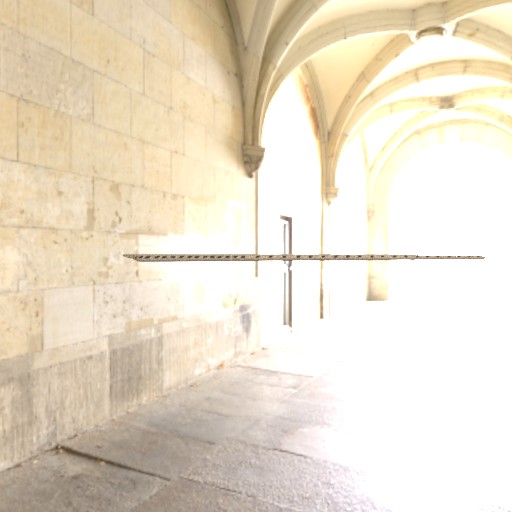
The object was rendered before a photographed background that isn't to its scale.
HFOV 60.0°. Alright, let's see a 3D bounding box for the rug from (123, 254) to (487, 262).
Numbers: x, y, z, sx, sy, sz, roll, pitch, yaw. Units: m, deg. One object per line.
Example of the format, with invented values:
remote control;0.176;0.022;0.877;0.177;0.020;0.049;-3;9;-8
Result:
rug;0.000;0.000;3.258;1.829;0.028;2.449;0;0;-18
